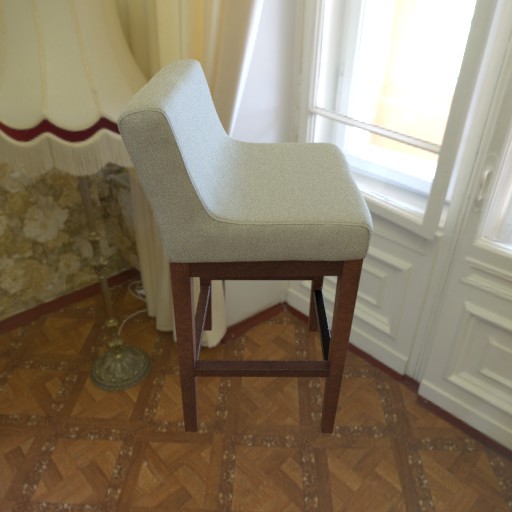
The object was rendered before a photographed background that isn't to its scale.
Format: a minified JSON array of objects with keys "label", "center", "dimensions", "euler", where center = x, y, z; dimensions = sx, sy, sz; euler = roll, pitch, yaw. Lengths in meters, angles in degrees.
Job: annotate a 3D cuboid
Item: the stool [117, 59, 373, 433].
[{"label":"stool","center":[0.000,0.000,1.223],"dimensions":[0.500,0.937,0.511],"euler":[0,33,1]}]
